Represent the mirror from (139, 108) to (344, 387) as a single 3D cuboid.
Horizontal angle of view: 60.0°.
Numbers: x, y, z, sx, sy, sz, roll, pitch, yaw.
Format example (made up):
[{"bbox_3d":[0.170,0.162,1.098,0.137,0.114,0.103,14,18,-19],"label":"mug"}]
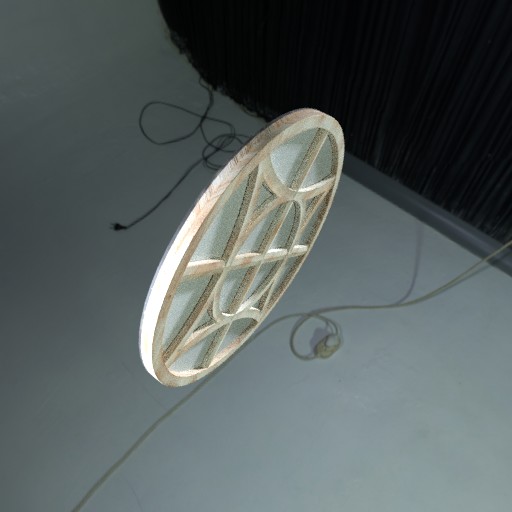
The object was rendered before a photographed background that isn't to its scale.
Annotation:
[{"bbox_3d":[0.000,0.000,1.058,0.038,0.710,0.710,33,62,20],"label":"mirror"}]
